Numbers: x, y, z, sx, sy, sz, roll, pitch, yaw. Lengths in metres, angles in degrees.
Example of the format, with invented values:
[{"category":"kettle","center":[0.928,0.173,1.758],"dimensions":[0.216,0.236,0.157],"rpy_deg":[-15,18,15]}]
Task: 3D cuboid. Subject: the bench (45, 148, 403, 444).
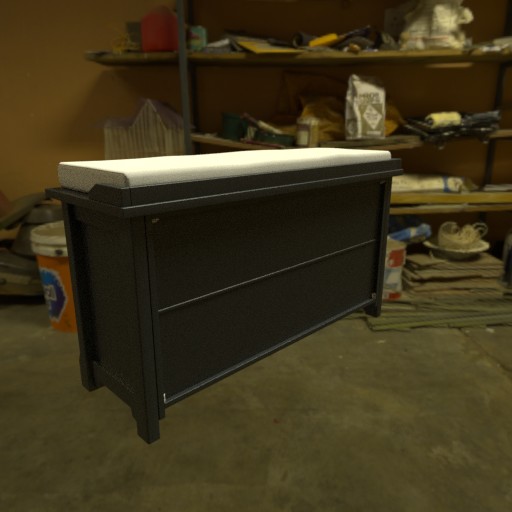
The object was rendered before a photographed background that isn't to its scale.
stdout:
[{"category":"bench","center":[0.000,0.000,1.252],"dimensions":[0.973,0.561,0.345],"rpy_deg":[-16,23,-42]}]
